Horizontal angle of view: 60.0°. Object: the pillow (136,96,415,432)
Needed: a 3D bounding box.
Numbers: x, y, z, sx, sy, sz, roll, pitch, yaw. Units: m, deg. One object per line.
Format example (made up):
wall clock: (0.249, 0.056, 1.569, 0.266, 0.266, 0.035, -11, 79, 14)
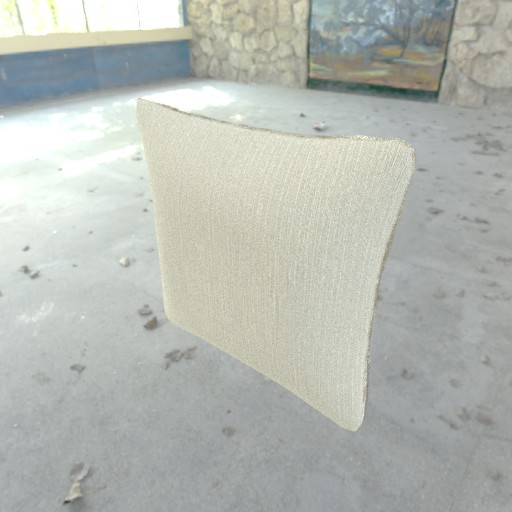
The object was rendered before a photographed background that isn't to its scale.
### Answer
pillow: (0.000, 0.000, 0.823, 0.538, 0.525, 0.216, 22, 36, 33)
